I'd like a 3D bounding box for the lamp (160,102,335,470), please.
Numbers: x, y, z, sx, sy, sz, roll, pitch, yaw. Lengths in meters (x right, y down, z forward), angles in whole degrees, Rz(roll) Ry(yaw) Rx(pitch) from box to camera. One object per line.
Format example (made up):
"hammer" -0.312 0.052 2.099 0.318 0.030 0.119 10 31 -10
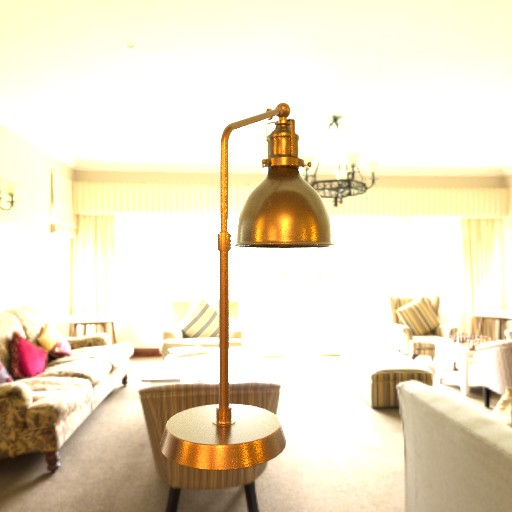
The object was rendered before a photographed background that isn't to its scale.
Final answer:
"lamp" 0.000 0.000 0.600 0.153 0.456 0.286 -1 -1 36
